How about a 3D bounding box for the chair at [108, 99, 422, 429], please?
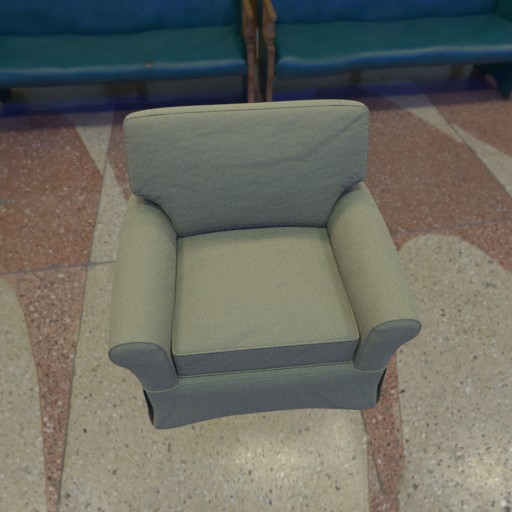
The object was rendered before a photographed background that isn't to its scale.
[{"bbox_3d":[0.000,0.000,1.860,1.135,1.017,0.988,-4,48,-4],"label":"chair"}]
